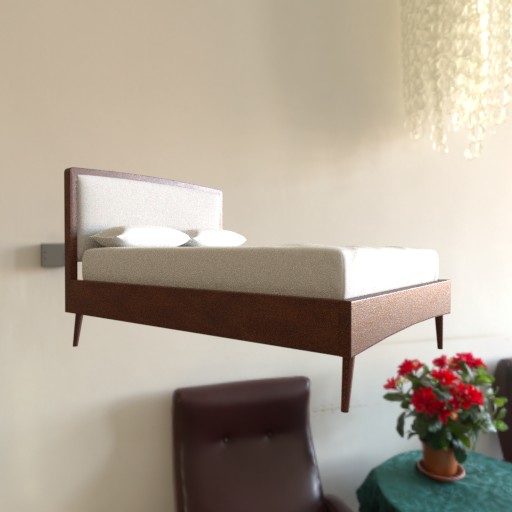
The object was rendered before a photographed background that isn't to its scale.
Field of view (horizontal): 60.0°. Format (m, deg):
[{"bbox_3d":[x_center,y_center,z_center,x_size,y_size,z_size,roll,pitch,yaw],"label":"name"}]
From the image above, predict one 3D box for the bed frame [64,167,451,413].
[{"bbox_3d":[0.000,0.000,3.083,2.171,1.279,1.587,1,1,37],"label":"bed frame"}]
